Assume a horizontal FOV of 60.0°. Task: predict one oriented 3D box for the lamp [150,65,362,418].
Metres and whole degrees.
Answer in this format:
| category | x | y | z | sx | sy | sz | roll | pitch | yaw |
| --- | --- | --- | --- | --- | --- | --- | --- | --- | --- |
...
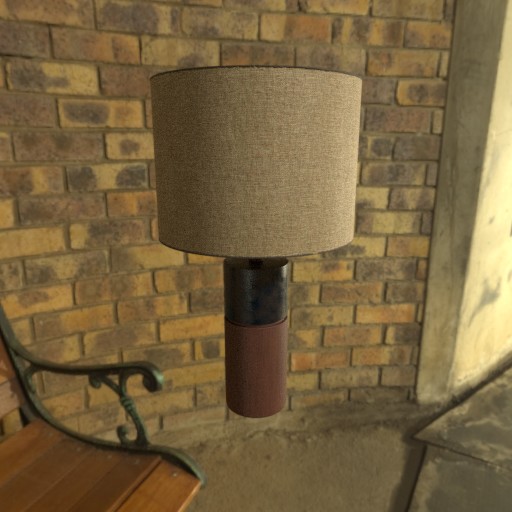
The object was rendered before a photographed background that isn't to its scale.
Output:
| category | x | y | z | sx | sy | sz | roll | pitch | yaw |
| --- | --- | --- | --- | --- | --- | --- | --- | --- | --- |
| lamp | 0.000 | 0.000 | 0.475 | 0.202 | 0.350 | 0.202 | 0 | 14 | 0 |
